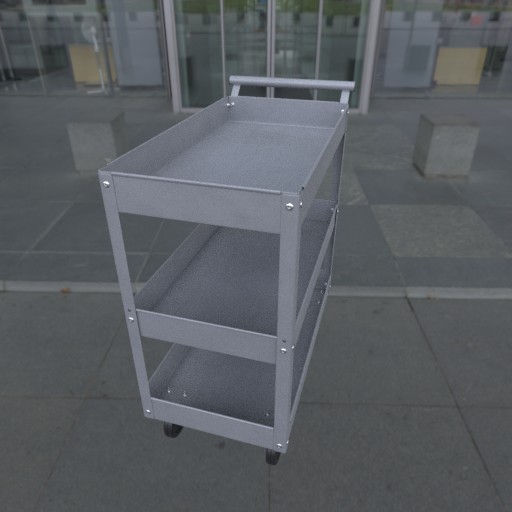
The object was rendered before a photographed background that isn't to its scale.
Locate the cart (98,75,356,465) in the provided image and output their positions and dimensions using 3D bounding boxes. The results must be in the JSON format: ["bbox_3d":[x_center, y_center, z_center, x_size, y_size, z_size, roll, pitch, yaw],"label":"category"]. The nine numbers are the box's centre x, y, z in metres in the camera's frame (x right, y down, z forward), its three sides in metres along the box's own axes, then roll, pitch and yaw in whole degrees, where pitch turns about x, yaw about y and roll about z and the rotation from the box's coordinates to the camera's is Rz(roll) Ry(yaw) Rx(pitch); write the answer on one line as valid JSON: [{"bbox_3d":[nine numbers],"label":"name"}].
[{"bbox_3d":[0.000,0.000,1.175,0.366,0.780,0.719,9,32,14],"label":"cart"}]
